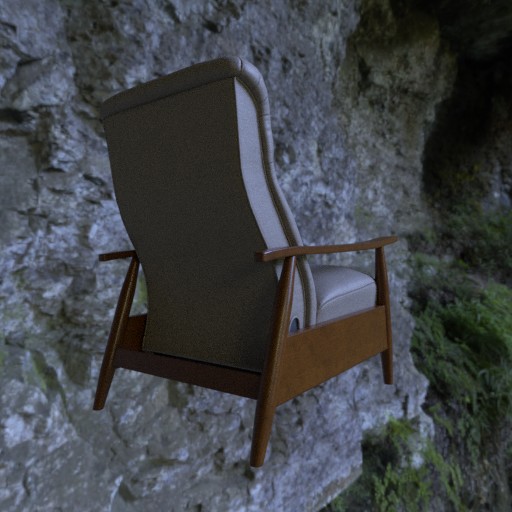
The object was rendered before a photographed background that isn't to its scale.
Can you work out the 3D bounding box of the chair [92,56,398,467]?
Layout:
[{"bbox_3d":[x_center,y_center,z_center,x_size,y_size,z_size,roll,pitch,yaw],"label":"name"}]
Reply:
[{"bbox_3d":[0.000,0.000,1.726,0.762,1.082,1.032,0,-1,37],"label":"chair"}]
